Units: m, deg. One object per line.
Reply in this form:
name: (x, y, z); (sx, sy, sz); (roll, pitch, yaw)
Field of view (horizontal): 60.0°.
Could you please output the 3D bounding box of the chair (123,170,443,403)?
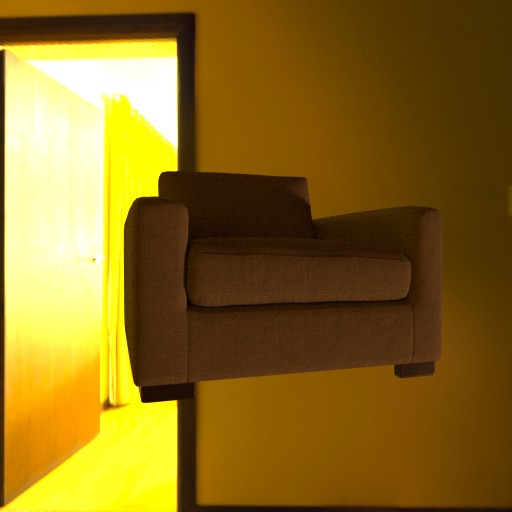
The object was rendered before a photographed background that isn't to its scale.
chair: (0.000, 0.000, 1.904); (1.070, 0.847, 1.100); (0, 0, -18)
